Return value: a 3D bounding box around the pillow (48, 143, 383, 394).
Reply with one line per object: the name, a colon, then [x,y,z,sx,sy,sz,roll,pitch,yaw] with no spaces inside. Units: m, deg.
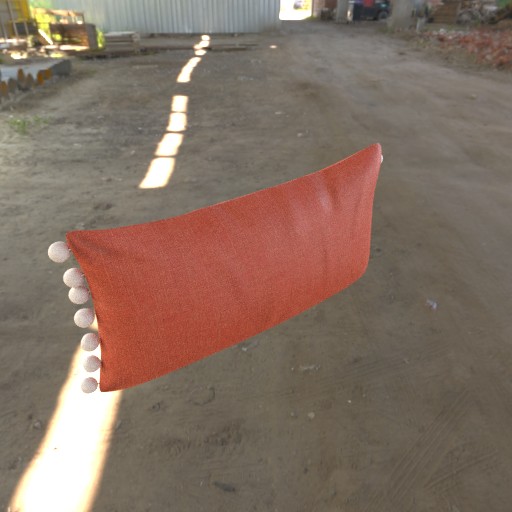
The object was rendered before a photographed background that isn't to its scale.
pillow: [0.000,0.000,0.841,0.709,0.322,0.201,-21,36,-31]
